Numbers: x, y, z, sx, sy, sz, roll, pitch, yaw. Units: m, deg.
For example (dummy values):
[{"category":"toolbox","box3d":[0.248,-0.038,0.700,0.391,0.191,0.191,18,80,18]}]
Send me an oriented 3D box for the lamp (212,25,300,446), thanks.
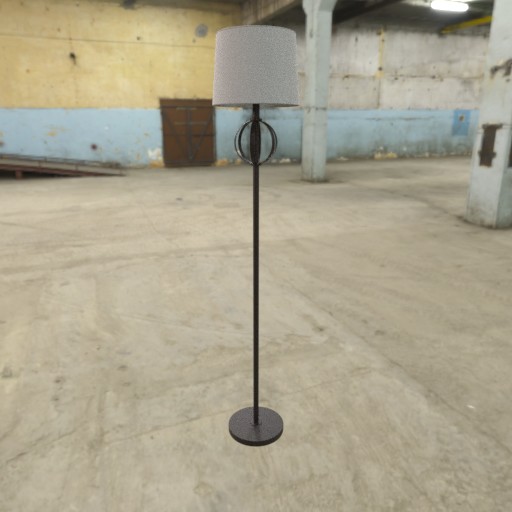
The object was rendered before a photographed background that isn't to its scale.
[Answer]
[{"category":"lamp","box3d":[0.000,0.000,1.607,0.286,1.462,0.286,2,16,7]}]
